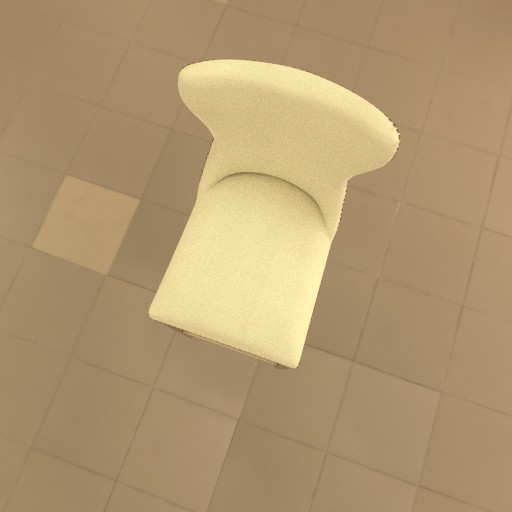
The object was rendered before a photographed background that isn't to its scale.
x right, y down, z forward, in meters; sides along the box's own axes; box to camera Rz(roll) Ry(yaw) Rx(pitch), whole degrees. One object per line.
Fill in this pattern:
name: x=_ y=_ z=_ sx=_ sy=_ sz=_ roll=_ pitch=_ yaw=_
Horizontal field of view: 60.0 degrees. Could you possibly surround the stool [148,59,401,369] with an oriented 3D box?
stool: x=0.000 y=0.000 z=1.402 sx=0.494 sy=1.123 sz=0.606 roll=18 pitch=77 yaw=4
